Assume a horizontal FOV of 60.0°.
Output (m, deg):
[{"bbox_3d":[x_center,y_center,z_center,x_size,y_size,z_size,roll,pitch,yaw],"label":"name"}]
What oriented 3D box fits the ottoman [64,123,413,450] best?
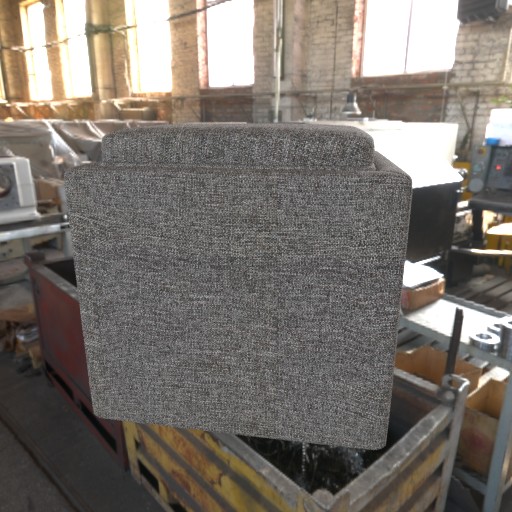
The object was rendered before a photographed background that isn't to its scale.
[{"bbox_3d":[0.000,0.000,0.803,0.450,0.460,0.450,3,17,9],"label":"ottoman"}]
